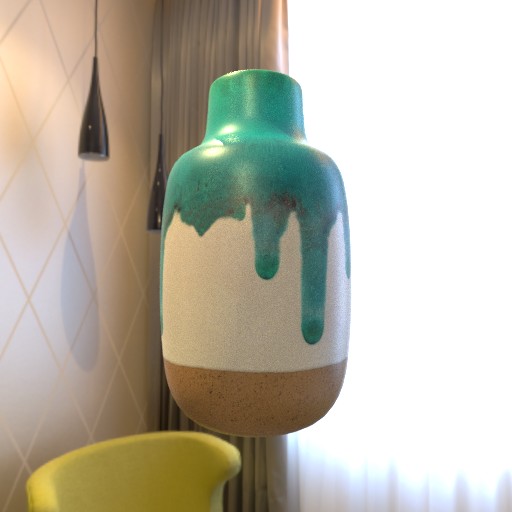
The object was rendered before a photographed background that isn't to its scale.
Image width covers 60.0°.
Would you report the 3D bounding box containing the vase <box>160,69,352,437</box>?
[{"bbox_3d":[0.000,0.000,0.250,0.106,0.192,0.106,0,-2,0],"label":"vase"}]
